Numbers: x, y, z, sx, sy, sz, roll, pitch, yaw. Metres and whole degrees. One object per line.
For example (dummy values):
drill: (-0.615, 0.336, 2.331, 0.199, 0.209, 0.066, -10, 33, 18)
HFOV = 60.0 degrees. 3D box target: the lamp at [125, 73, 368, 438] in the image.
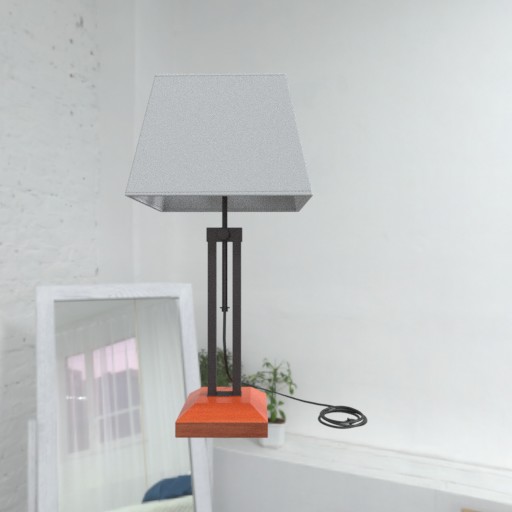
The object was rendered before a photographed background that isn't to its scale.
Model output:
lamp: (0.000, 0.000, 0.993, 0.498, 0.737, 0.310, 0, 0, 1)
